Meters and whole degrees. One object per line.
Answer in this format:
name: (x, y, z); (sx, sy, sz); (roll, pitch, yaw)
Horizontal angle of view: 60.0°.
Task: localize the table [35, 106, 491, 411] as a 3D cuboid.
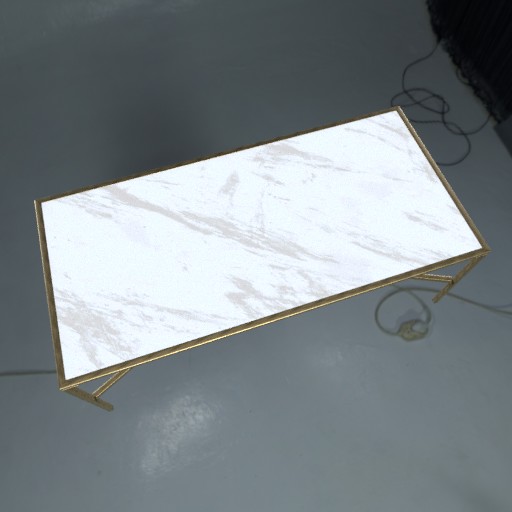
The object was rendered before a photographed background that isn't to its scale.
table: (0.000, 0.000, 1.458); (1.197, 0.405, 0.577); (-17, 65, -8)
